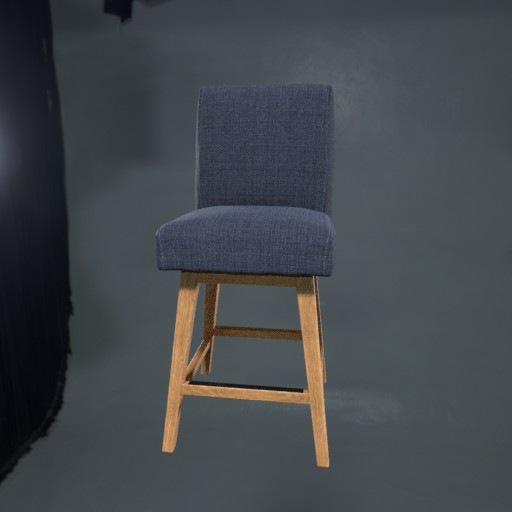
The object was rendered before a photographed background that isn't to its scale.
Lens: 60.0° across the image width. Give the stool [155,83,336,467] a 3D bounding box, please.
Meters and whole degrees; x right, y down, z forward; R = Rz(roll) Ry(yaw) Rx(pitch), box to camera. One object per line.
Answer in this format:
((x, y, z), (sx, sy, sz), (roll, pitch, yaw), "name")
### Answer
((0.000, 0.000, 1.318), (0.459, 1.010, 0.526), (2, 15, 7), "stool")
